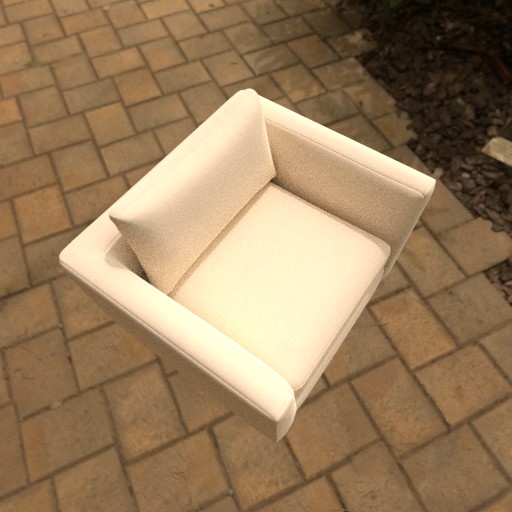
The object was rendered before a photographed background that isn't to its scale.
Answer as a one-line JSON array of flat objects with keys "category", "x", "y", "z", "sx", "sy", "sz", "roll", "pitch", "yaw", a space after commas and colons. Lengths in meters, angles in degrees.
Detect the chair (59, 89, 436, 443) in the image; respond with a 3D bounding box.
[{"category": "chair", "x": 0.000, "y": 0.000, "z": 1.724, "sx": 0.889, "sy": 0.865, "sz": 1.041, "roll": 31, "pitch": 64, "yaw": 17}]
